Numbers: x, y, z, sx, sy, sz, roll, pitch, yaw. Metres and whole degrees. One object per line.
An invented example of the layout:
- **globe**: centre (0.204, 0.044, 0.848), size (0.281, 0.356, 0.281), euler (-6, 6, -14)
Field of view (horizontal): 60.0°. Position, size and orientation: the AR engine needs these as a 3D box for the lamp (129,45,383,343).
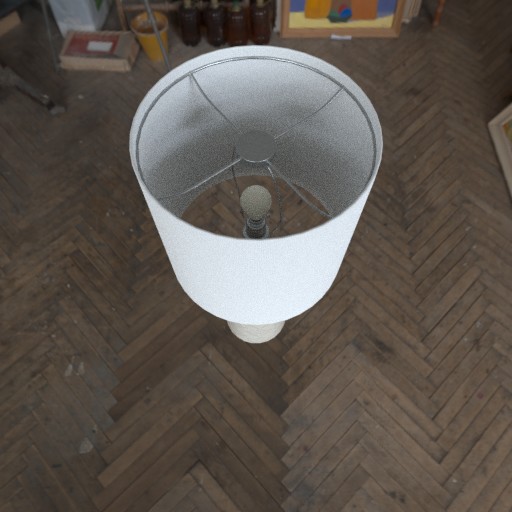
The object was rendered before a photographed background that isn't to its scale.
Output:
- **lamp**: centre (0.000, 0.000, 0.569), size (0.207, 0.461, 0.207), euler (-35, 68, -16)
